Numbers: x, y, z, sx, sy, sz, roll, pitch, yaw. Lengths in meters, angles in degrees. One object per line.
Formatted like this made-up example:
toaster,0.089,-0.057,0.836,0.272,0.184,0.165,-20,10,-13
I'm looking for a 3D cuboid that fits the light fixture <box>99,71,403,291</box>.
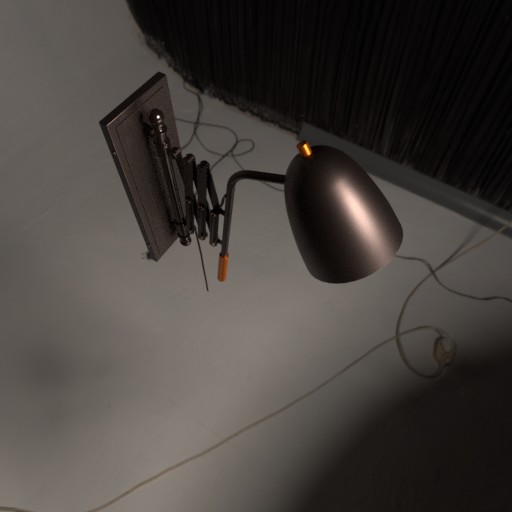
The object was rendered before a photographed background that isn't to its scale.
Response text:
light fixture,0.000,0.000,0.923,0.499,0.715,0.162,28,62,16
